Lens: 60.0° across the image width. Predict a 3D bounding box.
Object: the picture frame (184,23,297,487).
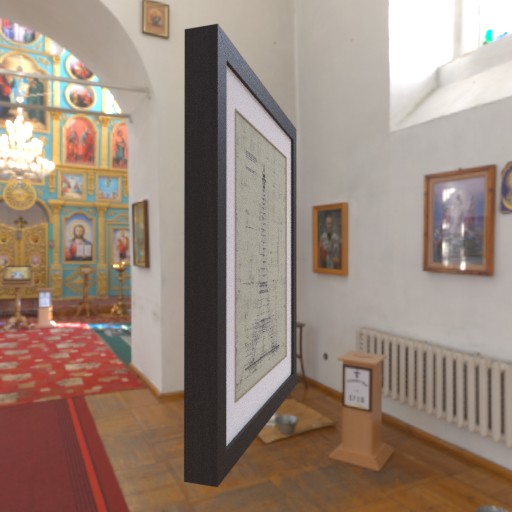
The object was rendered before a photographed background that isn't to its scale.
[{"bbox_3d":[0.000,0.000,0.753,0.044,0.555,0.452,0,0,17],"label":"picture frame"}]
